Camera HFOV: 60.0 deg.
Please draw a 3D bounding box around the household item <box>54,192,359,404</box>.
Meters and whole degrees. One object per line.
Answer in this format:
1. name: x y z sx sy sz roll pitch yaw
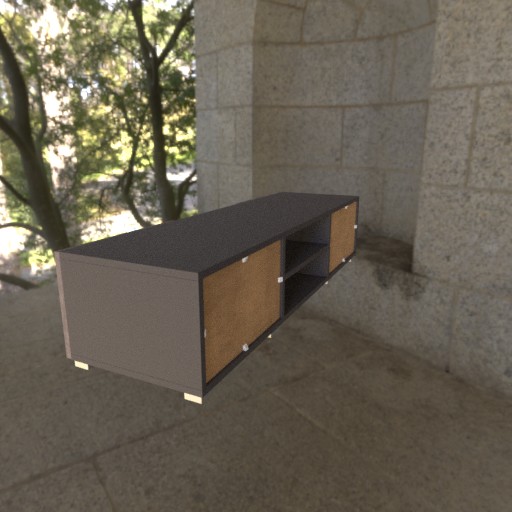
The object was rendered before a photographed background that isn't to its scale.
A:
1. household item: 0.000 0.000 1.644 0.420 0.310 1.400 7 16 25
